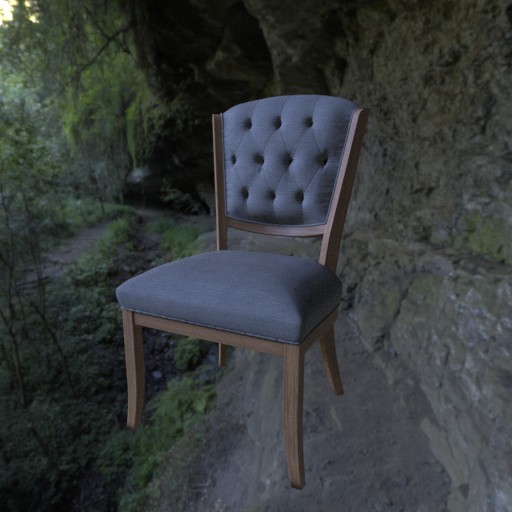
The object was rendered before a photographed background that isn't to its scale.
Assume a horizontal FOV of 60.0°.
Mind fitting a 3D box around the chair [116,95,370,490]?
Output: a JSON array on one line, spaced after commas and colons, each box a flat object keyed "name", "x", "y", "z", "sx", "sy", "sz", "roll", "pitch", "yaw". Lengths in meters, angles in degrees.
[{"name": "chair", "x": 0.000, "y": 0.000, "z": 1.243, "sx": 0.513, "sy": 0.905, "sz": 0.584, "roll": 7, "pitch": 15, "yaw": 26}]
